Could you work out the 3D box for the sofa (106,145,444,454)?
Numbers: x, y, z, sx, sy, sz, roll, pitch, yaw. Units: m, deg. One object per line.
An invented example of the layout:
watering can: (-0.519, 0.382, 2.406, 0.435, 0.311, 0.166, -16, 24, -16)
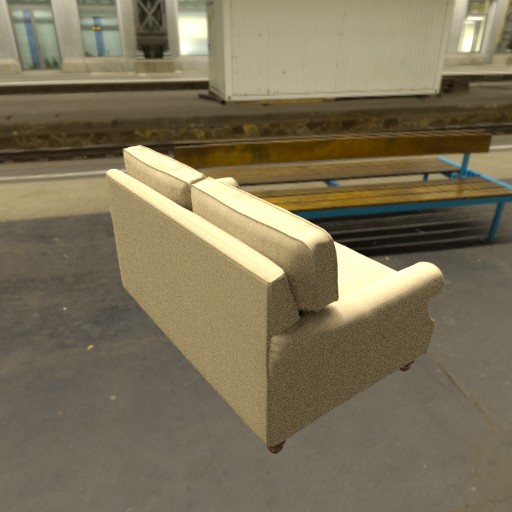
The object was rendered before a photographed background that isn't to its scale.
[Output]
sofa: (0.000, 0.000, 2.250, 0.964, 0.937, 1.665, -18, 32, -32)
